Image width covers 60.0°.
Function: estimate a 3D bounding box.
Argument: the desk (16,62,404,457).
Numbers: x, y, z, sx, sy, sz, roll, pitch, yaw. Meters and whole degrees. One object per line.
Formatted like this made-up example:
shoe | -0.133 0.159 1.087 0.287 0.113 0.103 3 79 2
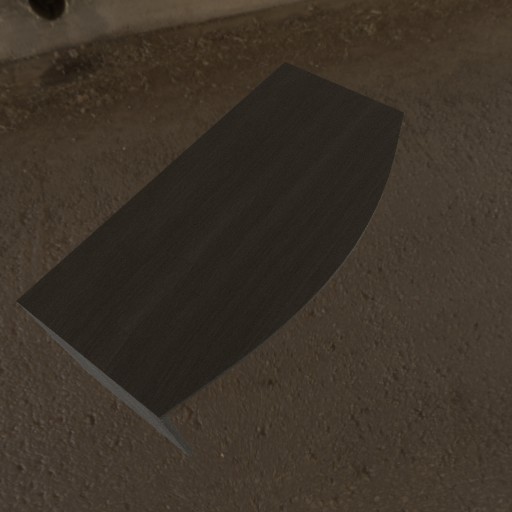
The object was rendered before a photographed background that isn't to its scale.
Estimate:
desk | 0.000 0.000 2.002 0.802 0.750 1.600 31 63 18
